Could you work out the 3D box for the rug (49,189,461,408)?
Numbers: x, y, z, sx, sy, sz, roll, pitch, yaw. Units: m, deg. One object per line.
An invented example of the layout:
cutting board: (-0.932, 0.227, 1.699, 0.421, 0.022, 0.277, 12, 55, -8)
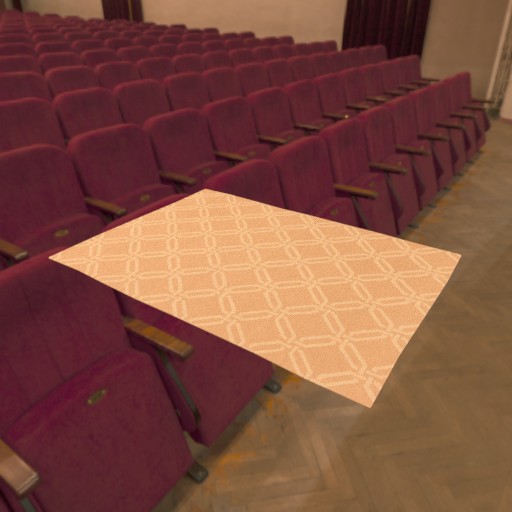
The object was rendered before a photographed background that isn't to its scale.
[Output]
rug: (0.000, 0.000, 2.787, 2.135, 0.013, 1.524, 18, 34, 30)
